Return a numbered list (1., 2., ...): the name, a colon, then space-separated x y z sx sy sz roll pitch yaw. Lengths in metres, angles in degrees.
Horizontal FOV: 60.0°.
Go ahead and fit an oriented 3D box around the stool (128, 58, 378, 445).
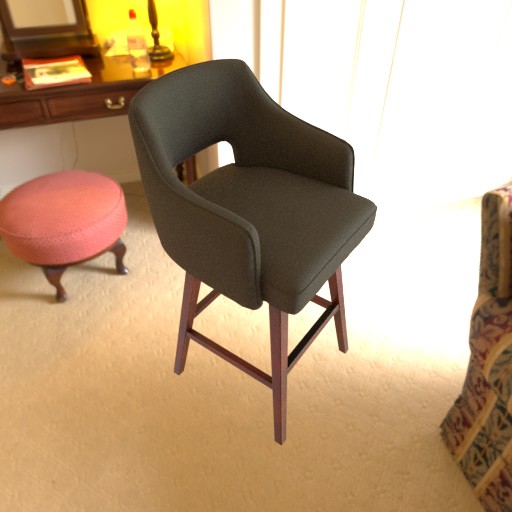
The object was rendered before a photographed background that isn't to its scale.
1. stool: 0.000 0.000 1.367 0.558 1.012 0.548 25 47 26
